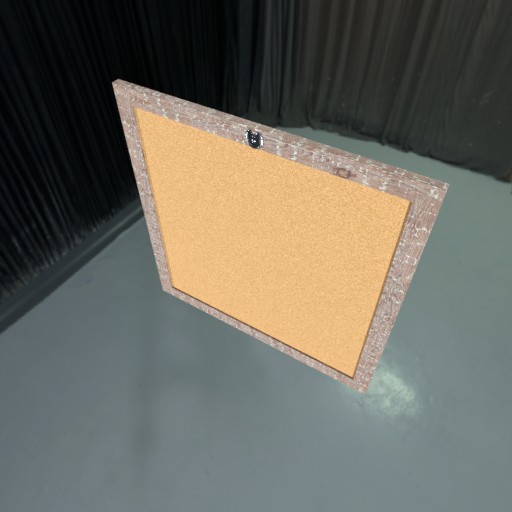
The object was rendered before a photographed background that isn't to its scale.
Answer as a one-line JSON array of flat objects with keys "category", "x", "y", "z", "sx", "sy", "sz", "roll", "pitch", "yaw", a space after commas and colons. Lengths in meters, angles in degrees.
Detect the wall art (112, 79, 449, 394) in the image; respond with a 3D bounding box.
[{"category": "wall art", "x": 0.000, "y": 0.000, "z": 0.588, "sx": 0.384, "sy": 0.384, "sz": 0.012, "roll": 24, "pitch": 51, "yaw": 21}]
